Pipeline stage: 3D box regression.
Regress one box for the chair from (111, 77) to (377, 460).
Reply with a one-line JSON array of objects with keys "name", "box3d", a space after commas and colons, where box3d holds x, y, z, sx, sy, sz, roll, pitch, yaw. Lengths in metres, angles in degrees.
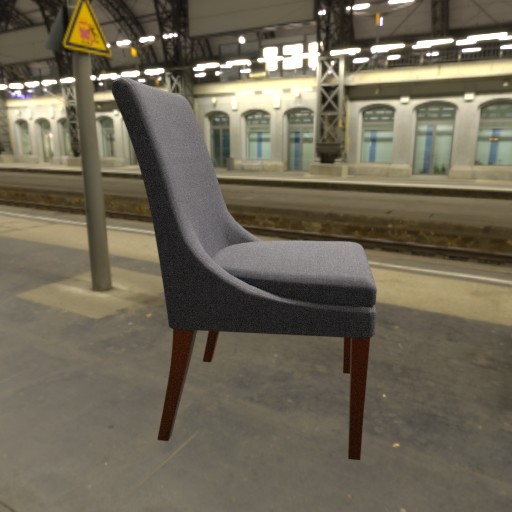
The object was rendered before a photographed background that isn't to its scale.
[{"name": "chair", "box3d": [0.000, 0.000, 1.313, 0.655, 0.952, 0.508, 2, 14, 9]}]
